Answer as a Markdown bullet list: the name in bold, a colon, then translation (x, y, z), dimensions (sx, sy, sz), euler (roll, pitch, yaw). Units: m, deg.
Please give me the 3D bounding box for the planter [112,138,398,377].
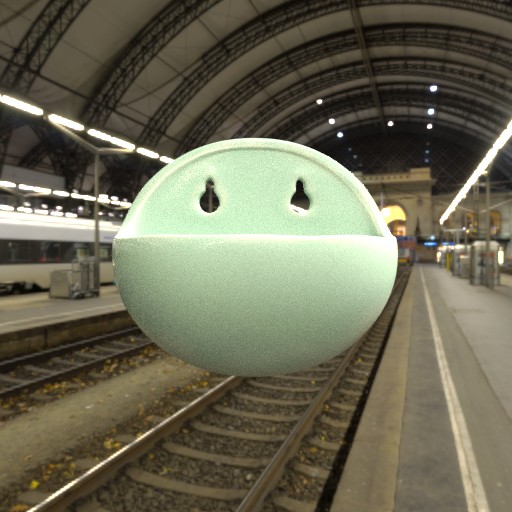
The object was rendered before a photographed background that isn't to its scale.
- **planter**: translation (0.000, 0.000, 0.278), dimensions (0.189, 0.164, 0.073), euler (0, 0, -1)
